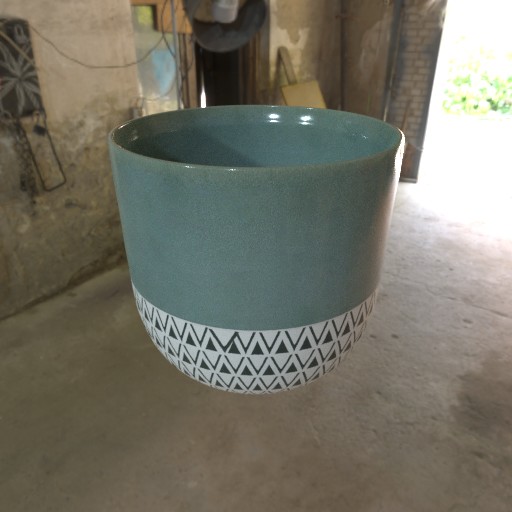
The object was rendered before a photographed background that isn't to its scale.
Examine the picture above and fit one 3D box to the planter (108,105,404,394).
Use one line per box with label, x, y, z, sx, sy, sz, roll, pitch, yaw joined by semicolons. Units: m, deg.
planter;0.000;0.000;0.475;0.266;0.270;0.266;0;28;0
